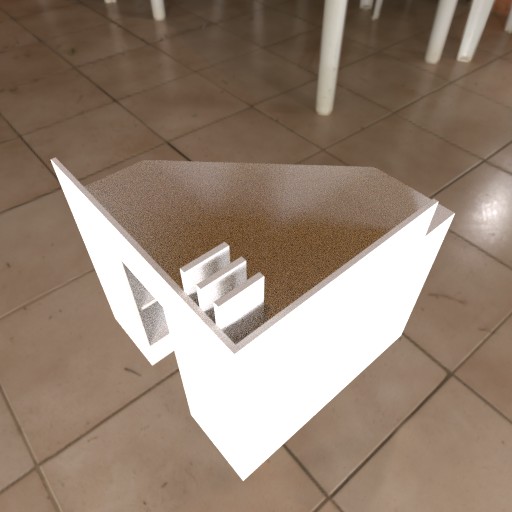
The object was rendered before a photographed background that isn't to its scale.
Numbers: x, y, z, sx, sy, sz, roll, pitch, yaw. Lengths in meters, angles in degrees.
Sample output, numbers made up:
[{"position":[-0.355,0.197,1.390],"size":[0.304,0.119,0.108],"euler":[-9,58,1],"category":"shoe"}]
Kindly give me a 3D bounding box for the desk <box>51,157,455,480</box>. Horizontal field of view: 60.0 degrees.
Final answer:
[{"position":[0.000,0.000,1.701],"size":[0.940,0.986,0.940],"euler":[-33,55,-26],"category":"desk"}]
